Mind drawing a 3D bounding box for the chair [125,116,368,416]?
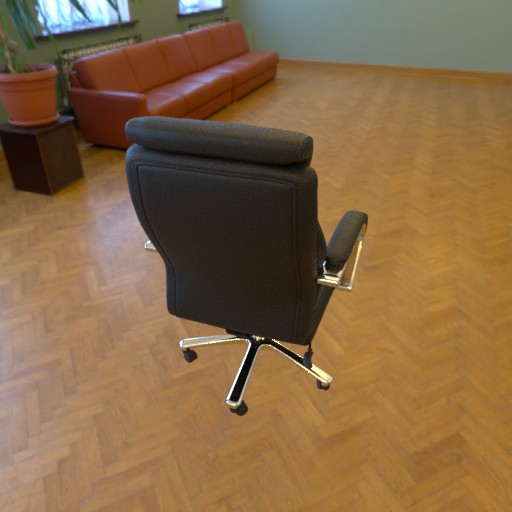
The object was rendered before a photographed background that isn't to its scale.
[{"bbox_3d":[0.000,0.000,1.681,0.755,1.183,0.790,10,34,16],"label":"chair"}]
